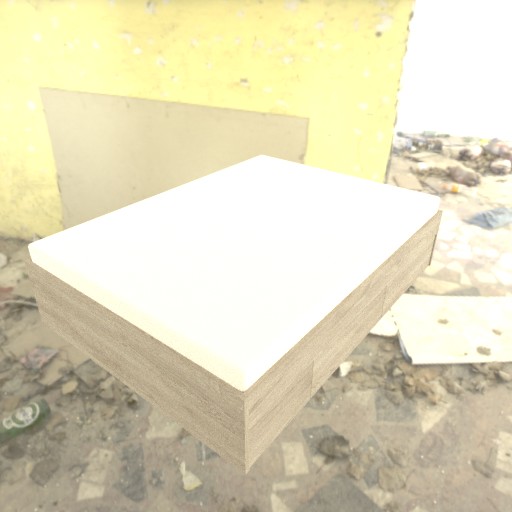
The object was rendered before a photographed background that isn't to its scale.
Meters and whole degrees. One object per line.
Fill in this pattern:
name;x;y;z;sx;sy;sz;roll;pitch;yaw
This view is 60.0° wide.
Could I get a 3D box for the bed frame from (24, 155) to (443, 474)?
bed frame;0.000;0.000;2.582;1.448;0.490;1.944;22;36;33
